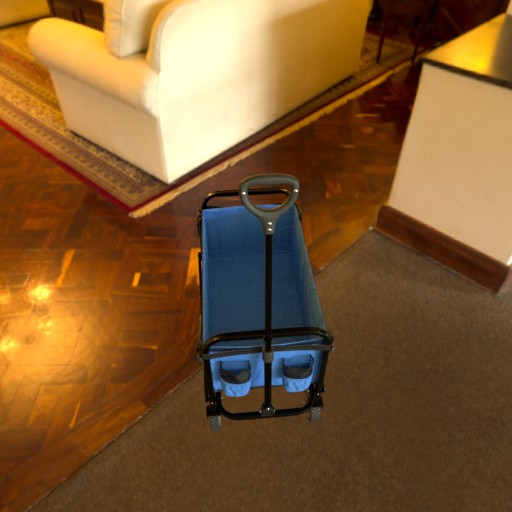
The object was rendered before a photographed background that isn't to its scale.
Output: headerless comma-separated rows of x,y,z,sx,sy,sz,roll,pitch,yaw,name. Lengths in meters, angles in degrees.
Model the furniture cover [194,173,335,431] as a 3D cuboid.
0.000,0.000,1.824,0.532,1.295,1.038,-4,44,-4,furniture cover
